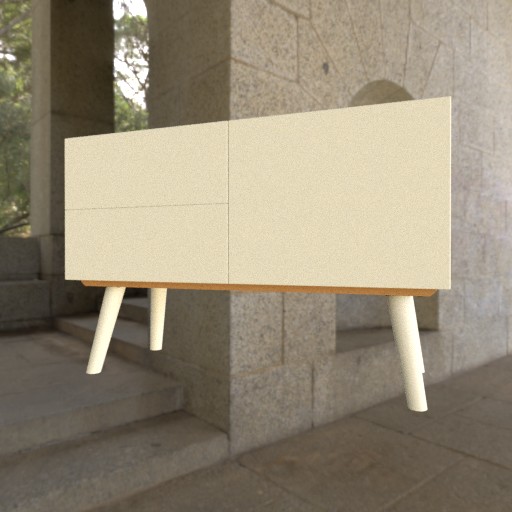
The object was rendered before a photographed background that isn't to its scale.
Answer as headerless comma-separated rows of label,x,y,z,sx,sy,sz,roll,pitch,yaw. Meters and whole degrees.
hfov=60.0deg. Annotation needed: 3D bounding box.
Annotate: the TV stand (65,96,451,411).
TV stand,0.000,0.000,1.263,0.991,0.660,0.407,0,0,20
